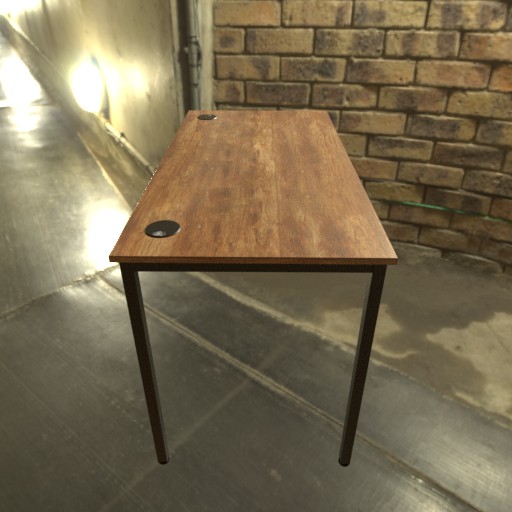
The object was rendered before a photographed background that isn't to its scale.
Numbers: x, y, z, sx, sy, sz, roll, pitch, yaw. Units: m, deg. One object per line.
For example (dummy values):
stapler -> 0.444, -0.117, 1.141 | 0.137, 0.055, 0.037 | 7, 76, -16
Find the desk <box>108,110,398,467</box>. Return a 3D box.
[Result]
desk -> 0.000, 0.000, 1.622 | 0.600, 0.749, 1.200 | 0, 32, 1
